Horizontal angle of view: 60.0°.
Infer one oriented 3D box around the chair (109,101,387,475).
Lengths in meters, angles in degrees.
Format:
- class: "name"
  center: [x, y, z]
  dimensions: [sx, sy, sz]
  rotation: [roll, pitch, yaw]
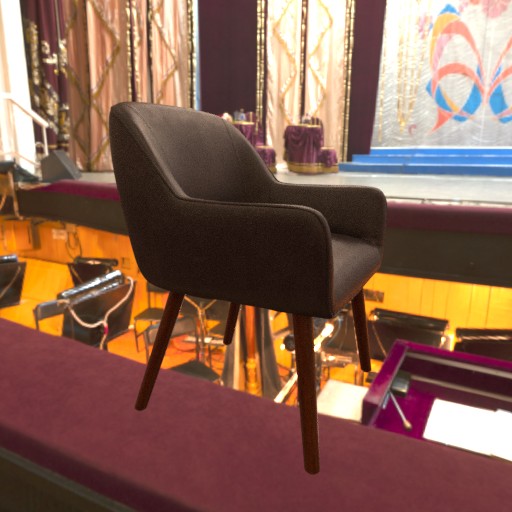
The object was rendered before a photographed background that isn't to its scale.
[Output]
- class: "chair"
  center: [0.000, 0.000, 1.249]
  dimensions: [0.610, 0.828, 0.610]
  rotation: [7, 15, 26]
